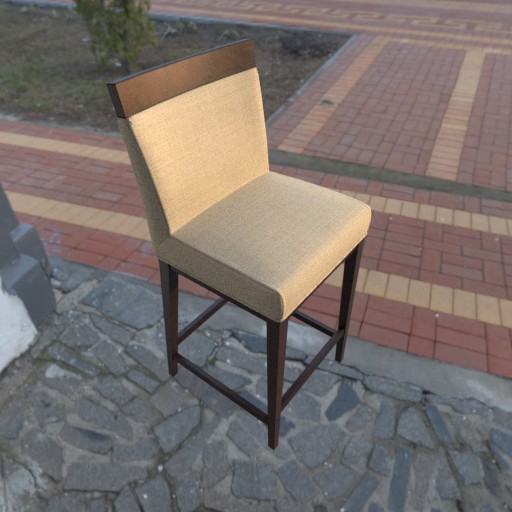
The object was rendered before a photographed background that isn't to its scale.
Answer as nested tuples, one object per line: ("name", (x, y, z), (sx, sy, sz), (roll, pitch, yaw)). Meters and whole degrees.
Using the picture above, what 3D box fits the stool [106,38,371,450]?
("stool", (0.000, 0.000, 1.401), (0.531, 1.117, 0.511), (26, 46, 28))
